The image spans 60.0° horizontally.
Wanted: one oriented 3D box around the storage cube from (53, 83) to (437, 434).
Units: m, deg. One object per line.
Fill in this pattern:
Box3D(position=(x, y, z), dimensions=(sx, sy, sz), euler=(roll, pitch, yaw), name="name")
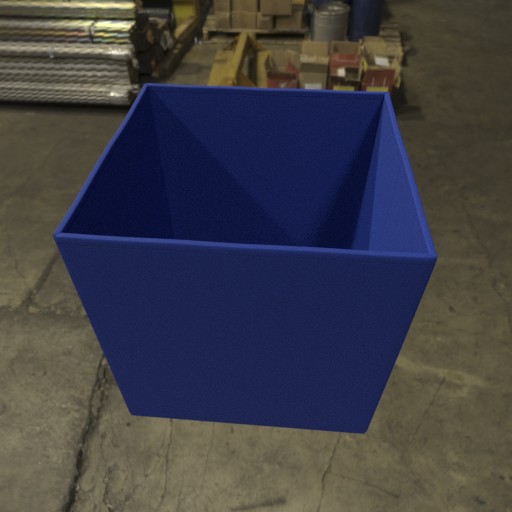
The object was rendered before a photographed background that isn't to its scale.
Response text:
Box3D(position=(0.000, 0.000, 0.493), dimensions=(0.270, 0.280, 0.270), euler=(3, 45, 3), name="storage cube")
